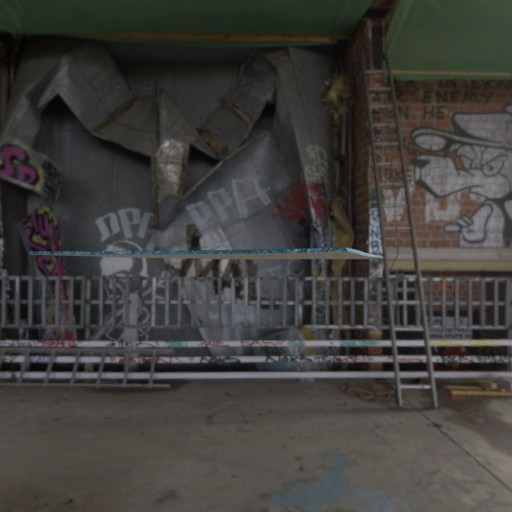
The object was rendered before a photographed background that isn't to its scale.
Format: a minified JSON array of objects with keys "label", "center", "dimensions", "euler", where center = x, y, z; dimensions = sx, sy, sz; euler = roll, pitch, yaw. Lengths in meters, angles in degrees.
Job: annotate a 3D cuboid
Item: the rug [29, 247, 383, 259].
[{"label":"rug","center":[0.000,0.000,2.208],"dimensions":[1.136,0.017,1.728],"euler":[0,-1,19]}]
